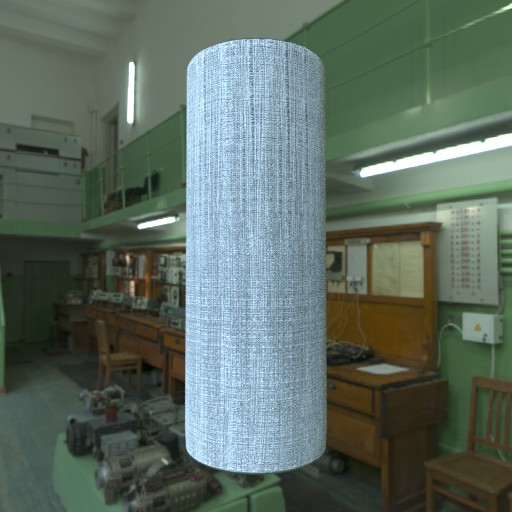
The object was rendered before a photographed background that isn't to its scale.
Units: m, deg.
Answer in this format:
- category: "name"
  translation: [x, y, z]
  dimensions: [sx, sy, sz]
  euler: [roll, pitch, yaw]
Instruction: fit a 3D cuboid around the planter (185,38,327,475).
- category: "planter"
  translation: [0.000, 0.000, 0.321]
  dimensions: [0.100, 0.270, 0.100]
  euler: [1, -2, -37]
